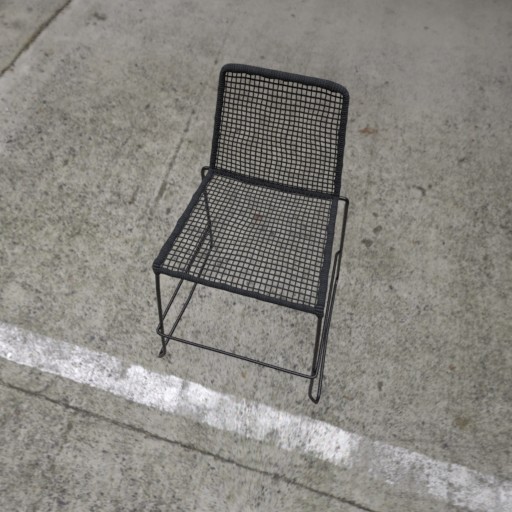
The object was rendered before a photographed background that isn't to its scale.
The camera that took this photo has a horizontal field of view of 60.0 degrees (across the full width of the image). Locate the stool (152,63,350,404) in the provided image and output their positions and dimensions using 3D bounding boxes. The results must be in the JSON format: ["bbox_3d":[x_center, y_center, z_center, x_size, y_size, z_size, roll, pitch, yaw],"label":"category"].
[{"bbox_3d":[0.000,0.000,1.292,0.590,0.905,0.509,14,60,8],"label":"stool"}]
